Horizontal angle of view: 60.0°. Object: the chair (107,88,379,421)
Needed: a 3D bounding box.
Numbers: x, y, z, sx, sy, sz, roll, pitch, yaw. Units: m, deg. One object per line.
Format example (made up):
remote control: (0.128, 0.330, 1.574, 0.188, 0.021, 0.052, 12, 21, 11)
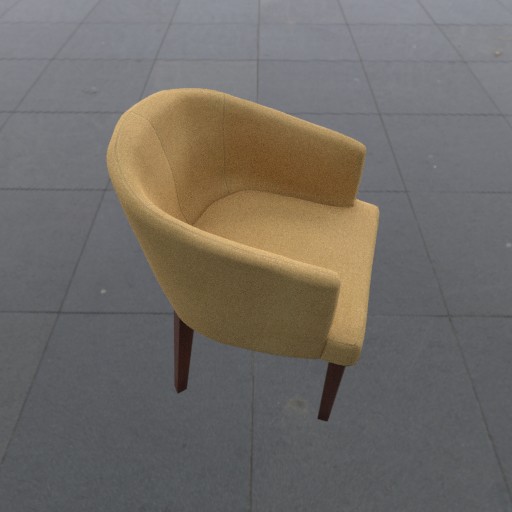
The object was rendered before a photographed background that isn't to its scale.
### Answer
chair: (0.000, 0.000, 1.272, 0.655, 0.811, 0.583, 11, 48, 11)
